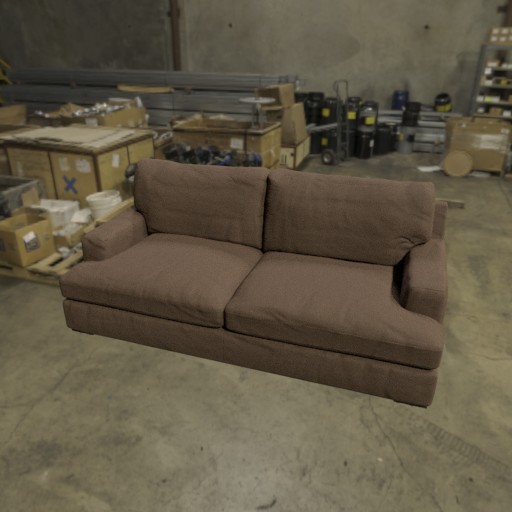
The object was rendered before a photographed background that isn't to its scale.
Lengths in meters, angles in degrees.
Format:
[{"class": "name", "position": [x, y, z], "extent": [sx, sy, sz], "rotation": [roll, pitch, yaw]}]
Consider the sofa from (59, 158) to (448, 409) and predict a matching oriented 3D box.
[{"class": "sofa", "position": [0.000, 0.000, 2.833], "extent": [2.274, 0.950, 1.140], "rotation": [8, 26, 17]}]
